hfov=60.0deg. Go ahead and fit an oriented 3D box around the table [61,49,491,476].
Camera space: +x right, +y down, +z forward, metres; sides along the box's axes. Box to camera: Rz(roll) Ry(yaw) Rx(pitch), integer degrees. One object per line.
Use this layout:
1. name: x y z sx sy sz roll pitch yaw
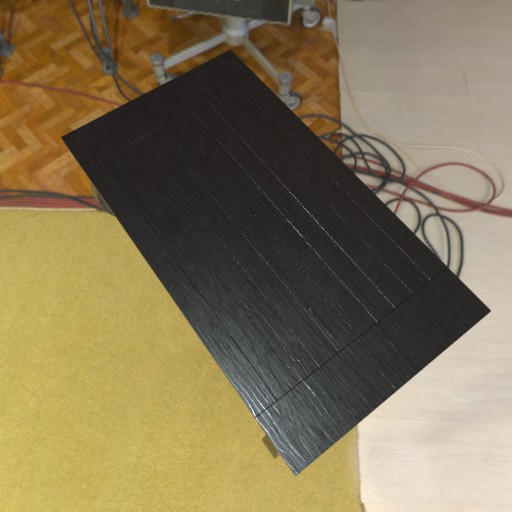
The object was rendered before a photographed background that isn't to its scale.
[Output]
1. table: 0.000 0.000 1.365 0.600 0.494 1.062 -34 70 -14
